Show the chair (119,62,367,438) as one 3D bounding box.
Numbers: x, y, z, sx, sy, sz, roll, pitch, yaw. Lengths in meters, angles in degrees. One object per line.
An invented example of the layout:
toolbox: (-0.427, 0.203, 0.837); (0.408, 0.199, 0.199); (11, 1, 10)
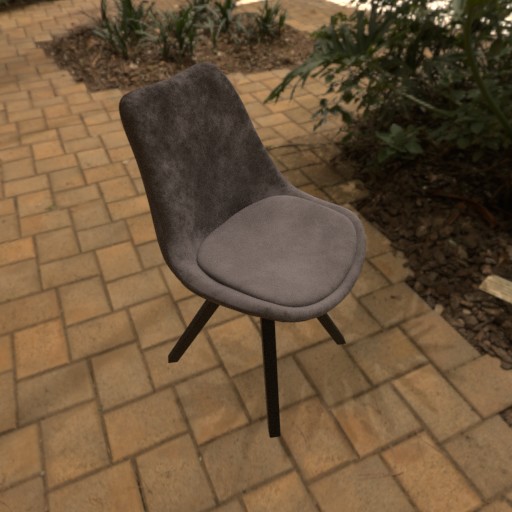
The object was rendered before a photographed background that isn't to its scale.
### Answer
chair: (0.000, 0.000, 1.201); (0.550, 0.850, 0.485); (26, 48, 26)
